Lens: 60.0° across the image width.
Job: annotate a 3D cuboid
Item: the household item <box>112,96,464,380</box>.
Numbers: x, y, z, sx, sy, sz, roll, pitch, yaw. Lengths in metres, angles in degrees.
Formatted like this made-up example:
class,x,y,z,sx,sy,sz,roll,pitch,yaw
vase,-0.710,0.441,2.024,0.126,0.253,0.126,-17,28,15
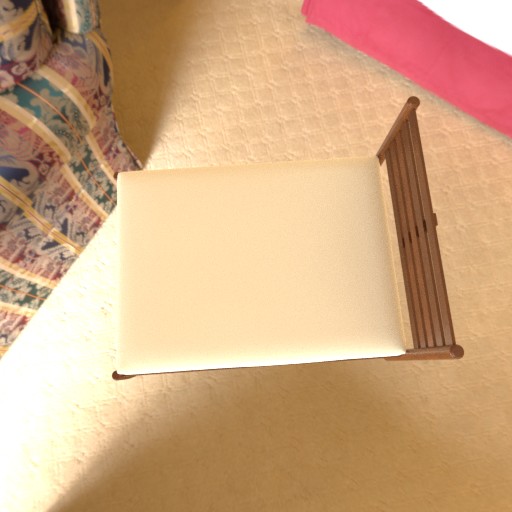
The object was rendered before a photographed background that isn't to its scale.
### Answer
class,x,y,z,sx,sy,sz,roll,pitch,yaw
household item,0.000,0.000,3.297,2.232,1.356,1.663,-4,76,-1
